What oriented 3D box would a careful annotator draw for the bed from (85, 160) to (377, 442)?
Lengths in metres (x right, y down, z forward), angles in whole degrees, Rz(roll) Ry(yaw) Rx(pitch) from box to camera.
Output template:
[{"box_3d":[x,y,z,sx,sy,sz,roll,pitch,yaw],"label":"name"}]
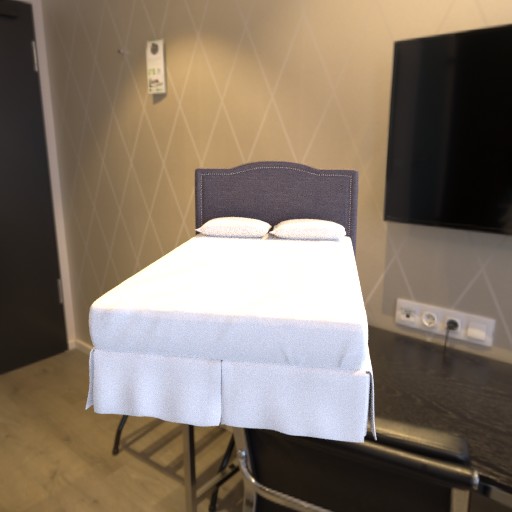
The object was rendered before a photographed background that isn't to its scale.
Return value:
[{"box_3d":[0.000,0.000,3.541,1.741,1.441,2.507,2,14,9],"label":"bed"}]
